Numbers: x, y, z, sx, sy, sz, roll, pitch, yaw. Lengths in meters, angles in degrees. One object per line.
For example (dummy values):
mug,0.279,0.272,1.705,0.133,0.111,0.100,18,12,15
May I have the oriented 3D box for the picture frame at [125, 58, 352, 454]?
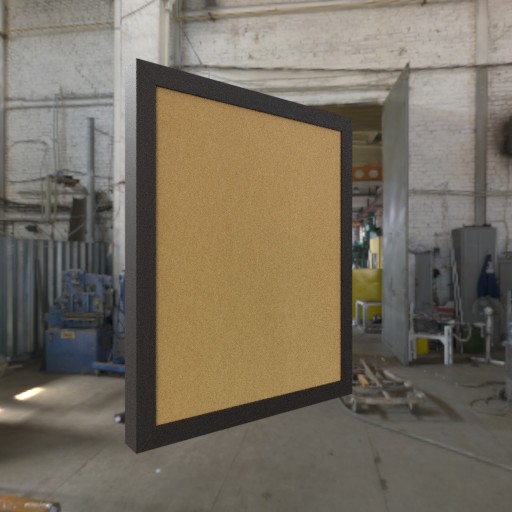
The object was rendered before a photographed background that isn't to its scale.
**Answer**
picture frame,0.000,0.000,0.775,0.452,0.555,0.044,0,0,-37
